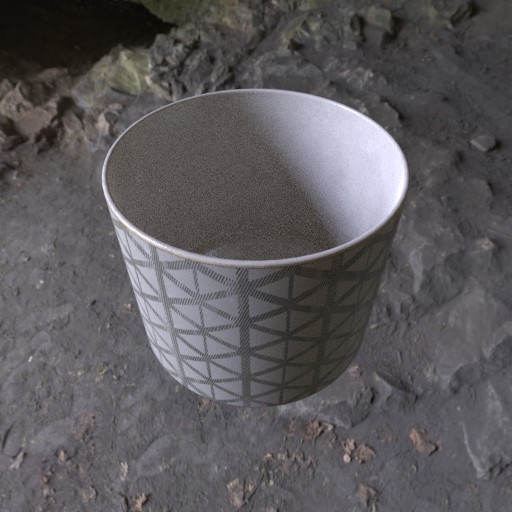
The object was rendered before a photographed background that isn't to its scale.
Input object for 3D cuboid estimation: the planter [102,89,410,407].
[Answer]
[{"bbox_3d":[0.000,0.000,0.345,0.190,0.181,0.190,0,46,0],"label":"planter"}]
